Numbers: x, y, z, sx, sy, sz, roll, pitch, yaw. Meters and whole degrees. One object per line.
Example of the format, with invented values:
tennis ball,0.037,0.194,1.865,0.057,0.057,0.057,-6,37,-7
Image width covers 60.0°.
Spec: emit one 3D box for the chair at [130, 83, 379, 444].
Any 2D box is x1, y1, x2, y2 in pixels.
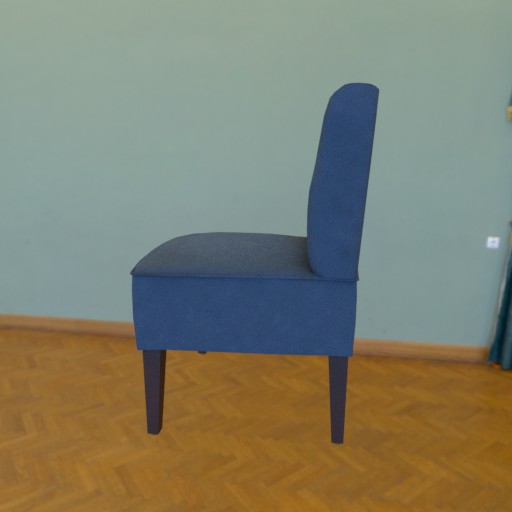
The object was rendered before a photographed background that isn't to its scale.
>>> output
chair,0.000,0.000,1.182,0.551,0.806,0.521,2,13,8
